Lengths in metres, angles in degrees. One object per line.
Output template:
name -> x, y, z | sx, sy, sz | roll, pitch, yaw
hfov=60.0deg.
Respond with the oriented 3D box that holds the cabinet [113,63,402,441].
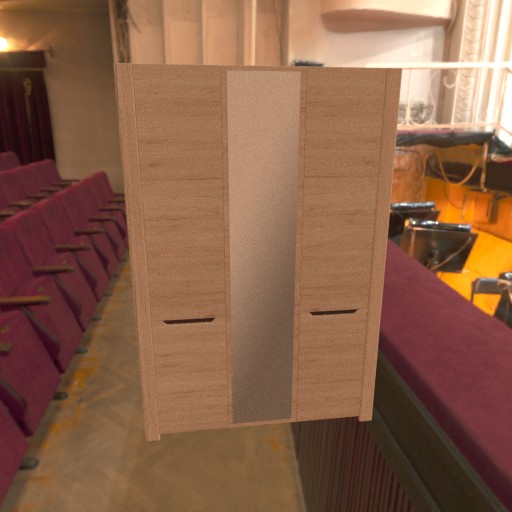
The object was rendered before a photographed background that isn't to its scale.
cabinet -> 0.000, 0.000, 2.688 | 1.400, 2.070, 0.580 | -2, 17, -8
